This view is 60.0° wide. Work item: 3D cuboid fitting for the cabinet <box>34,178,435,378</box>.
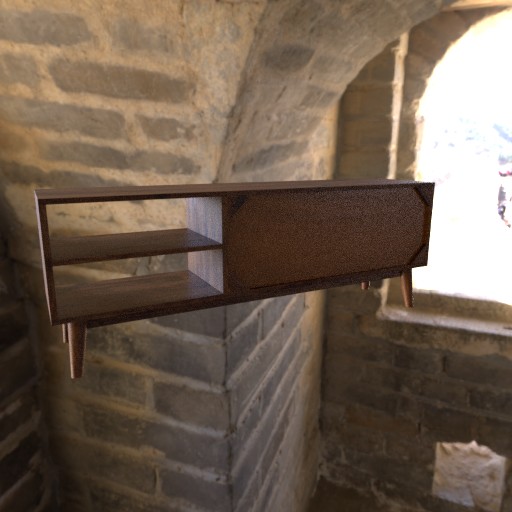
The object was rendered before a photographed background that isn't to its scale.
[{"bbox_3d":[0.000,0.000,1.677,1.448,0.528,0.349,-7,15,-26],"label":"cabinet"}]
